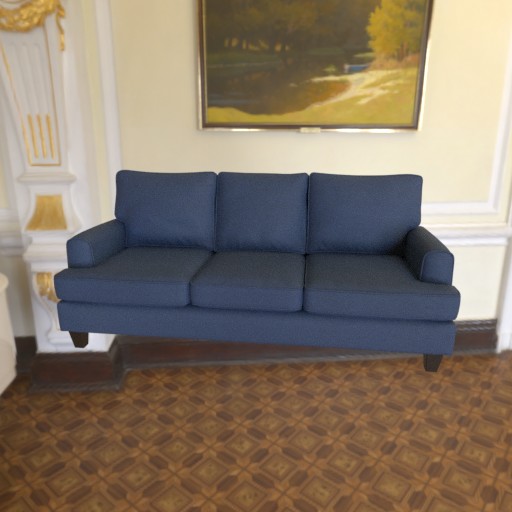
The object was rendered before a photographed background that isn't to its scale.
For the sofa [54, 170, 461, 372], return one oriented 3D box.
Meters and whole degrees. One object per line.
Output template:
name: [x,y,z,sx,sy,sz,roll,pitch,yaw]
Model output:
sofa: [0.000,0.000,2.713,2.158,0.965,0.951,2,16,7]
